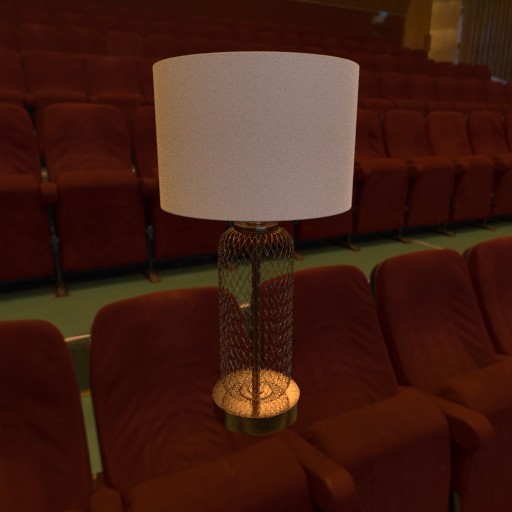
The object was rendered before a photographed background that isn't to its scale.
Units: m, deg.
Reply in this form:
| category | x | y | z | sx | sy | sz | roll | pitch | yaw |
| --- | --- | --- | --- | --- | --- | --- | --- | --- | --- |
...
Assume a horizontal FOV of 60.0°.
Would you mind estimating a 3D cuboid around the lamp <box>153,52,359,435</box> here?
| category | x | y | z | sx | sy | sz | roll | pitch | yaw |
| --- | --- | --- | --- | --- | --- | --- | --- | --- | --- |
| lamp | 0.000 | 0.000 | 0.618 | 0.252 | 0.483 | 0.252 | -8 | 17 | -26 |
